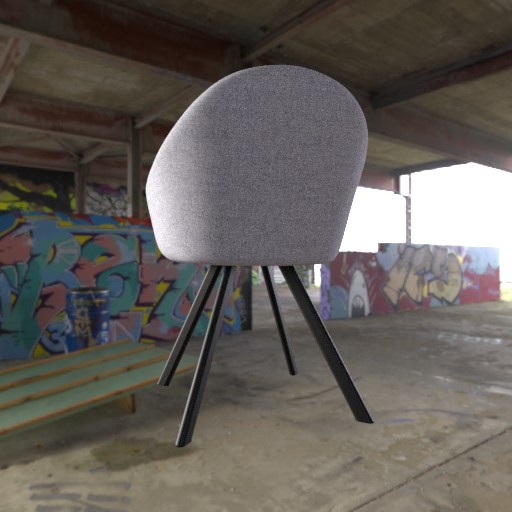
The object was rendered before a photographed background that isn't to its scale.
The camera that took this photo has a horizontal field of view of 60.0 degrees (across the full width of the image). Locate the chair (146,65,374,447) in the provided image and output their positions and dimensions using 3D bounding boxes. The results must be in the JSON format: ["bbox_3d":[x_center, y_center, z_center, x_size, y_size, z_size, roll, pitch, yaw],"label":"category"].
[{"bbox_3d":[0.000,0.000,1.157,0.540,0.780,0.570,0,0,-17],"label":"chair"}]
